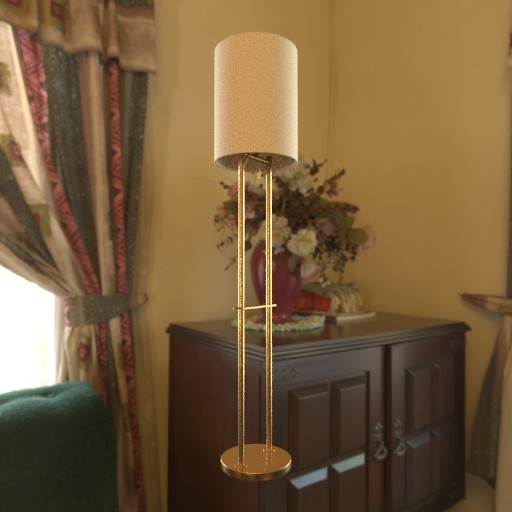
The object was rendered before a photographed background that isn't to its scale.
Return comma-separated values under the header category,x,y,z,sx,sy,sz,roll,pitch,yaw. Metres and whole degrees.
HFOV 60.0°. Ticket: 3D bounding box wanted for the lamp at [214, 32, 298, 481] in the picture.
category,x,y,z,sx,sy,sz,roll,pitch,yaw
lamp,0.000,0.000,1.618,0.305,1.500,0.306,-2,-3,37
